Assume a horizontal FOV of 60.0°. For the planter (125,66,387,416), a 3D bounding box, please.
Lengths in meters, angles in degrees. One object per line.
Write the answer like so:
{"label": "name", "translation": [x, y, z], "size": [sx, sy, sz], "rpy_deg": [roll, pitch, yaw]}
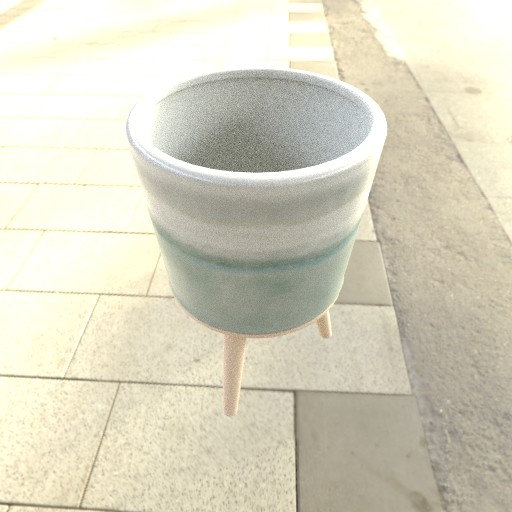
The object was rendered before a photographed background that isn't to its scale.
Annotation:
{"label": "planter", "translation": [0.000, 0.000, 0.591], "size": [0.265, 0.404, 0.265], "rpy_deg": [1, 42, 1]}
